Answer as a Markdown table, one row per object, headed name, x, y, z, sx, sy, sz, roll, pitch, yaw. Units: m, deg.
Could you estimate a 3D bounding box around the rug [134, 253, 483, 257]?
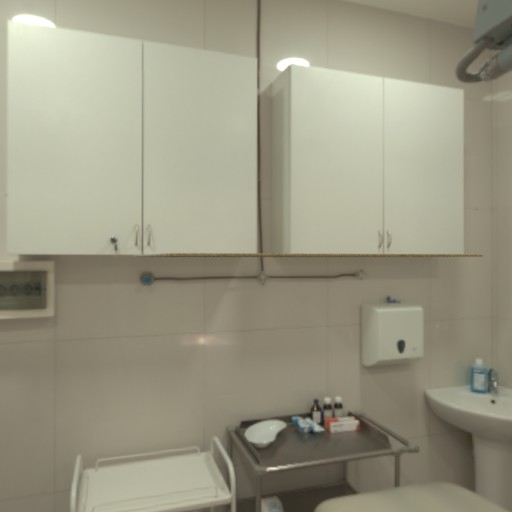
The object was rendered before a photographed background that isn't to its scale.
| name | x | y | z | sx | sy | sz | roll | pitch | yaw |
| --- | --- | --- | --- | --- | --- | --- | --- | --- | --- |
| rug | 0.000 | 0.000 | 3.087 | 1.540 | 0.012 | 2.448 | 0 | 0 | -18 |
